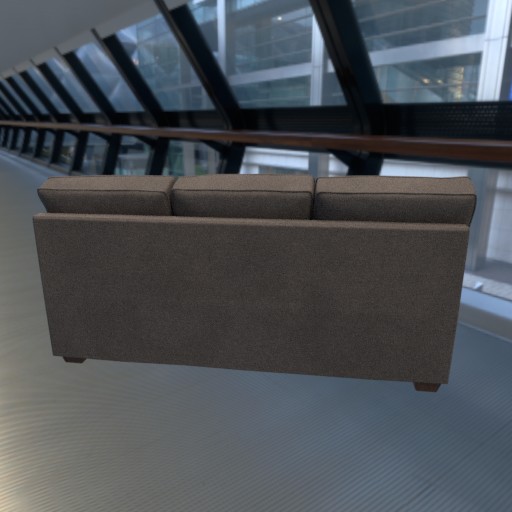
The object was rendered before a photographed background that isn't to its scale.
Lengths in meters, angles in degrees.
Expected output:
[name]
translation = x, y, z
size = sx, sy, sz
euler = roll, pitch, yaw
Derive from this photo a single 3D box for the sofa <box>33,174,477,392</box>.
[sofa]
translation = 0.000, 0.000, 2.465
size = 1.962, 0.973, 1.027
euler = 2, 16, 8
